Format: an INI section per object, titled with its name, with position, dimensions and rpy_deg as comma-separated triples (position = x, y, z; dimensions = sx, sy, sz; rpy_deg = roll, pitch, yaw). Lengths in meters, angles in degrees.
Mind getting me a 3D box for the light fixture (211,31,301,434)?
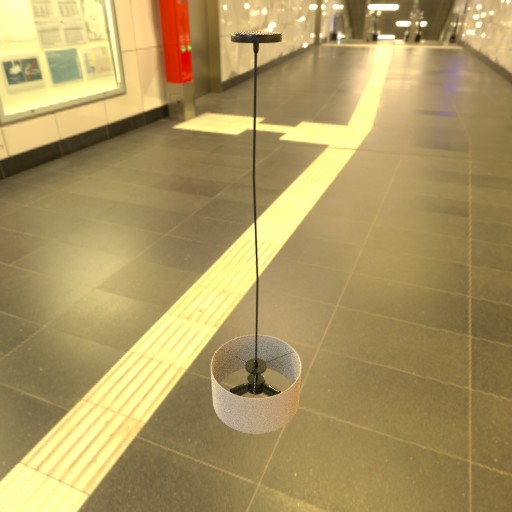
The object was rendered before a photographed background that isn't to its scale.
[light fixture]
position = 0.000, 0.000, 1.685
dimensions = 0.399, 1.516, 0.399
rpy_deg = 0, 30, 0
